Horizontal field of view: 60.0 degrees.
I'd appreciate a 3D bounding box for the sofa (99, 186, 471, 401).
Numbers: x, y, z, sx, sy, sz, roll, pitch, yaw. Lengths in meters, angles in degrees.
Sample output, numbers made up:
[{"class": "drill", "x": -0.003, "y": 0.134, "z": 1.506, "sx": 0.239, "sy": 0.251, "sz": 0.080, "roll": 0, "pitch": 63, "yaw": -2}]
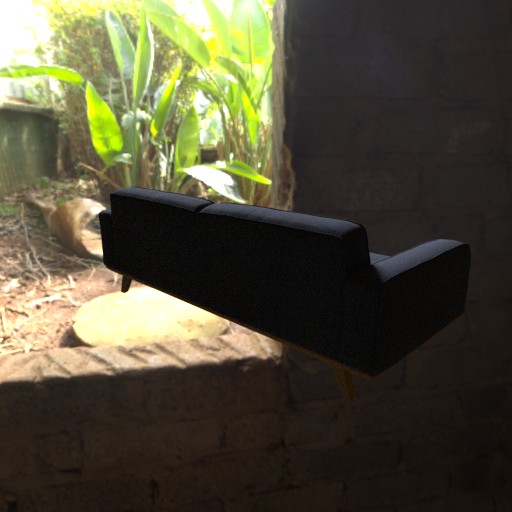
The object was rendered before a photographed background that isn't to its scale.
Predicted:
[{"class": "sofa", "x": 0.000, "y": 0.000, "z": 2.776, "sx": 2.270, "sy": 0.782, "sz": 0.953, "roll": 15, "pitch": 21, "yaw": 42}]
